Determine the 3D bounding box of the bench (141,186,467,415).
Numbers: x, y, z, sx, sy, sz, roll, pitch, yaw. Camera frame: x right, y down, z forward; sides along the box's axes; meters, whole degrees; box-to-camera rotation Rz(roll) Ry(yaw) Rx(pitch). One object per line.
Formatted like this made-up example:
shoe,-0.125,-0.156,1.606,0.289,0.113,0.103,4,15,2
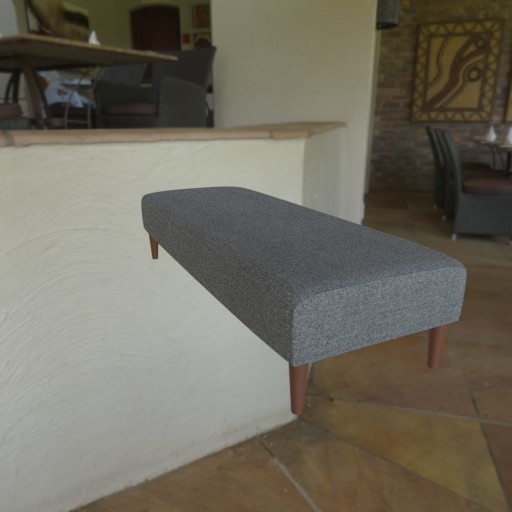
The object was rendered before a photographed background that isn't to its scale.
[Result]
bench,0.000,0.000,1.887,0.631,0.384,1.598,-9,20,-25
